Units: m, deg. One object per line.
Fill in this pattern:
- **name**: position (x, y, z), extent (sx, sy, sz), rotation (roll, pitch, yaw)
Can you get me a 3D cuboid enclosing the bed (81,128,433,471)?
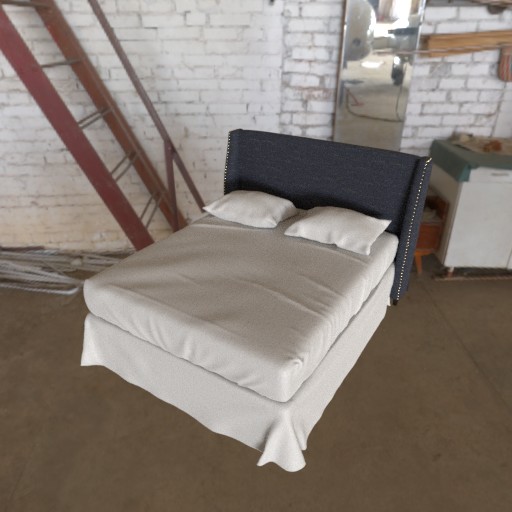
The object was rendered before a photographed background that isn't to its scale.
- **bed**: position (0.000, 0.000, 3.429), extent (1.925, 1.332, 2.276), rotation (17, 33, 28)
